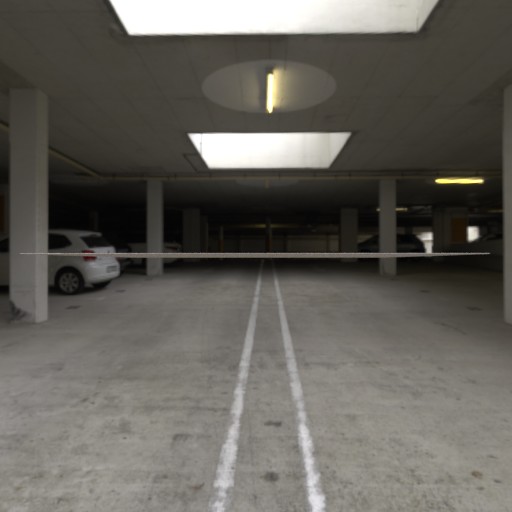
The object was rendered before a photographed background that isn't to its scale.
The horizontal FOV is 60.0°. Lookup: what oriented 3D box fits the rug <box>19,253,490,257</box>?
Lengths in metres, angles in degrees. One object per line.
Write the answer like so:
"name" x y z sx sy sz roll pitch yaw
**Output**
"rug" 0.000 0.000 3.895 2.880 0.005 2.391 0 -1 1
